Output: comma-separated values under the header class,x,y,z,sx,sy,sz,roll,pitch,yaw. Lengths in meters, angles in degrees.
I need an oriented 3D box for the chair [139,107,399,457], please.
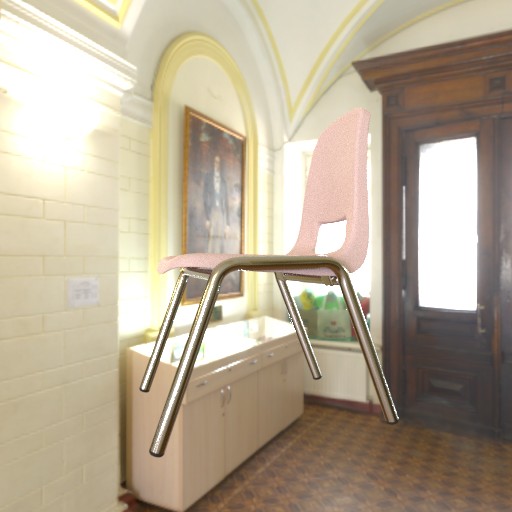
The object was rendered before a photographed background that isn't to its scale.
class,x,y,z,sx,sy,sz,roll,pitch,yaw
chair,0.000,0.000,0.862,0.423,0.586,0.354,0,-1,-17
